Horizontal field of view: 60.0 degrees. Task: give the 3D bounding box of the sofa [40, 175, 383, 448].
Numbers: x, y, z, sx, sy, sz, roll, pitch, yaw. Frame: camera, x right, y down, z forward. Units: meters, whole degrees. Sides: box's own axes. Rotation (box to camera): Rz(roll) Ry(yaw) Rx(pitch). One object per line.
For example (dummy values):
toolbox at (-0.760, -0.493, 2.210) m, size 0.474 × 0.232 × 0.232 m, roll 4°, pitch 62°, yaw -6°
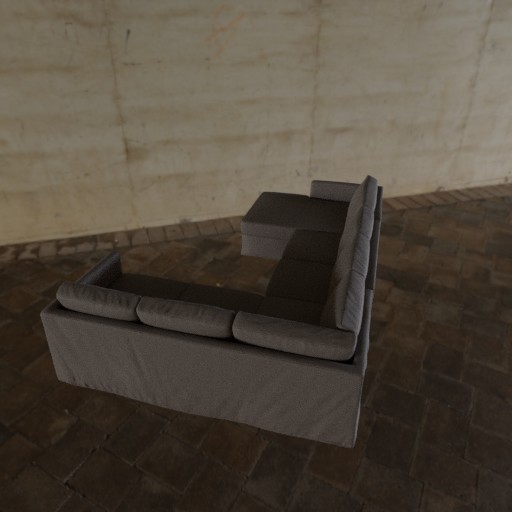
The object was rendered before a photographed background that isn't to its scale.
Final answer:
sofa at (0.000, 0.000, 4.621) m, size 2.476 × 0.878 × 3.528 m, roll 8°, pitch 31°, yaw 14°
